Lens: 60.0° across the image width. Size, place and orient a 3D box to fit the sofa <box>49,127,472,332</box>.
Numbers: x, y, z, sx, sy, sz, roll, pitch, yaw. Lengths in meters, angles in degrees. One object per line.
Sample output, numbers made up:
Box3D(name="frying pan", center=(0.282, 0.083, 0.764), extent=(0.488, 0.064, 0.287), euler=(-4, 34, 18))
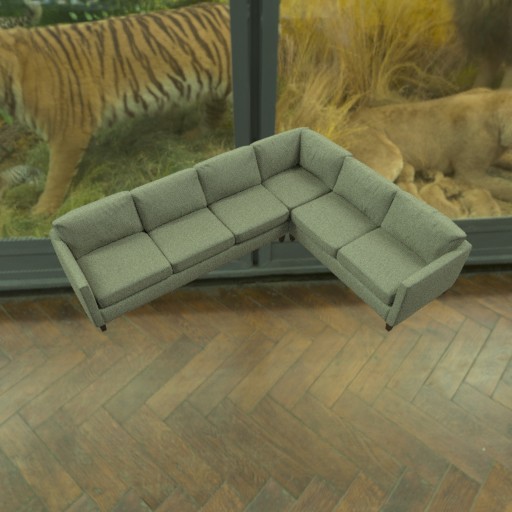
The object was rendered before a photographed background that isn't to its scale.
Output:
Box3D(name="sofa", center=(0.000, 0.000, 4.462), extent=(3.302, 0.947, 2.593), euler=(-27, 52, -23))
